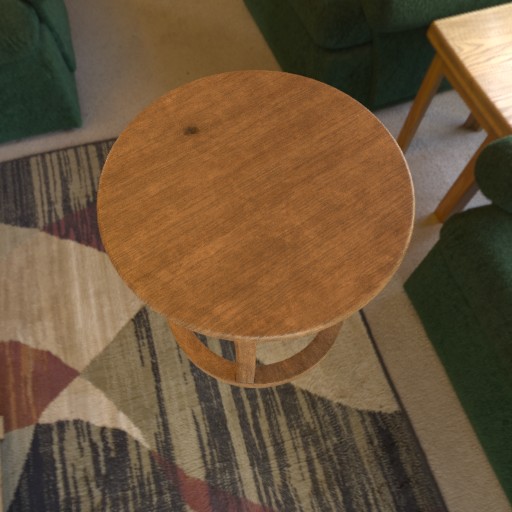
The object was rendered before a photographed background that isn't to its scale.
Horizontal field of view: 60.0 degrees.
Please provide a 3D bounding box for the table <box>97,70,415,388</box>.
[{"bbox_3d":[0.000,0.000,0.807,0.432,0.460,0.432,0,64,0],"label":"table"}]
